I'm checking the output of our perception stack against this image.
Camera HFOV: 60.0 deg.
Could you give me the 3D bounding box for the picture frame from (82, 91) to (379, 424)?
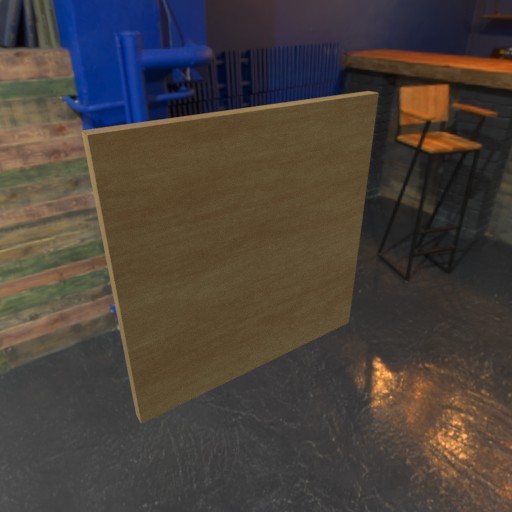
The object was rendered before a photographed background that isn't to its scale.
[{"bbox_3d":[0.000,0.000,1.181,0.758,0.761,0.037,-19,35,-29],"label":"picture frame"}]
